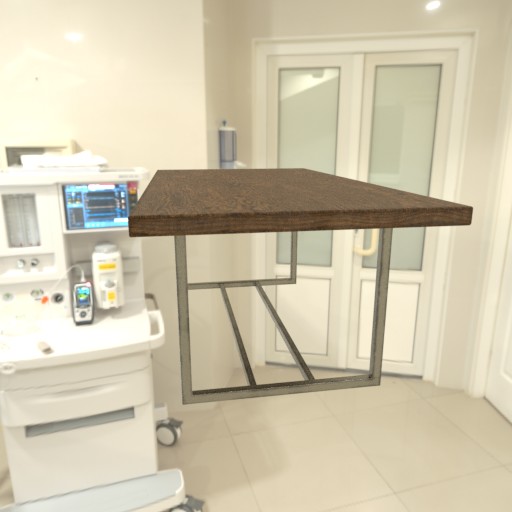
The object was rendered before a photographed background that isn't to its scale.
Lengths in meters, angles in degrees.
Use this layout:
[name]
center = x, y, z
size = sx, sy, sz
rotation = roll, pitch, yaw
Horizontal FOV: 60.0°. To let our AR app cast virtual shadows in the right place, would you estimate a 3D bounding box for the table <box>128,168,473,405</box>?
[table]
center = 0.000, 0.000, 2.383
size = 1.078, 0.795, 1.989
rotation = -3, 15, -9
